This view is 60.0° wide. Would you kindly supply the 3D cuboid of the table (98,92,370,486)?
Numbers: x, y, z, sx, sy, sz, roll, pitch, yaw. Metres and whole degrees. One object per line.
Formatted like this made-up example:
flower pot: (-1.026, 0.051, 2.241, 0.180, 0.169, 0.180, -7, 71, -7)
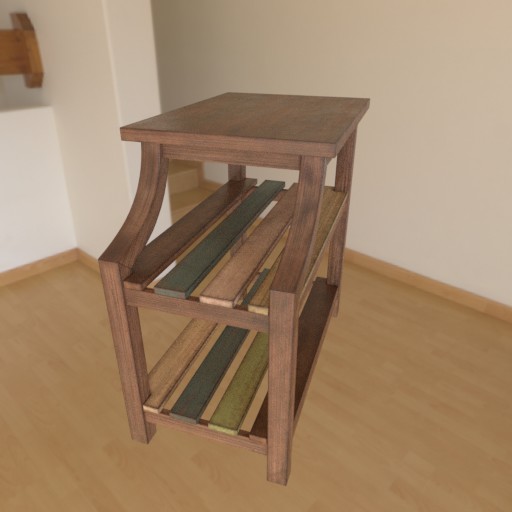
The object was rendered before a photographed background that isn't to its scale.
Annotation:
table: (0.000, 0.000, 0.955, 0.356, 0.584, 0.609, 9, 28, 16)
